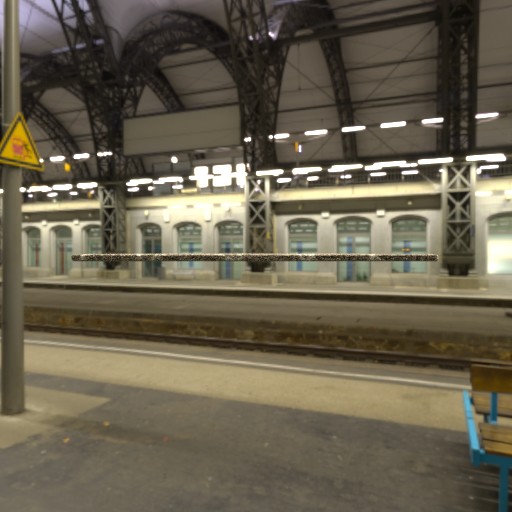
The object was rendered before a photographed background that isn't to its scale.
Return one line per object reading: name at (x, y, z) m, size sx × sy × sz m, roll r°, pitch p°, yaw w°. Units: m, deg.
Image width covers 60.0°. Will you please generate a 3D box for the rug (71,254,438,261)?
rug at (0.000, 0.000, 3.041) m, size 1.524 × 0.030 × 2.438 m, roll 0°, pitch 0°, yaw 0°
